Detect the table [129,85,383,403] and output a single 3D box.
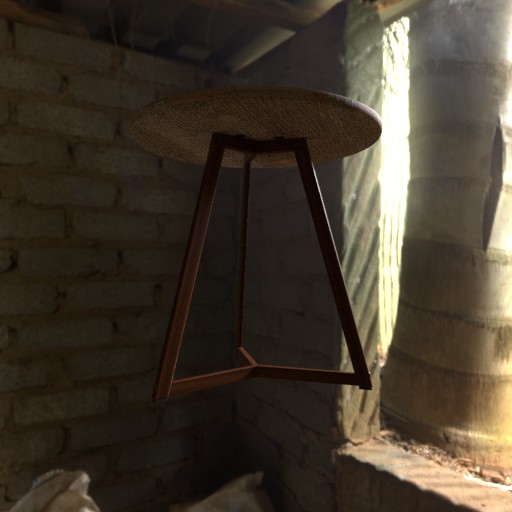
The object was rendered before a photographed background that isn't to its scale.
[{"bbox_3d":[0.000,0.000,0.904,0.500,0.500,0.500,0,-1,0],"label":"table"}]
